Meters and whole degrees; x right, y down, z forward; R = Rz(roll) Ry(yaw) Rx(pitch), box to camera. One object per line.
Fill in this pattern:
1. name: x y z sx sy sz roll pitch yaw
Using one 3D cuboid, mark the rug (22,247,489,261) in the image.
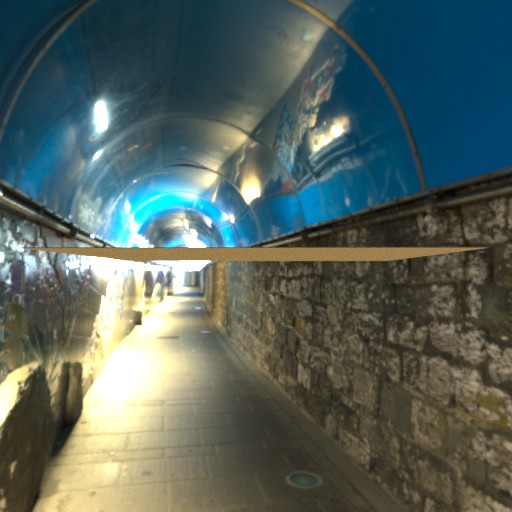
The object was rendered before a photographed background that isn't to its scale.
1. rug: 0.000 0.000 4.251 3.197 0.006 2.438 0 -3 1
